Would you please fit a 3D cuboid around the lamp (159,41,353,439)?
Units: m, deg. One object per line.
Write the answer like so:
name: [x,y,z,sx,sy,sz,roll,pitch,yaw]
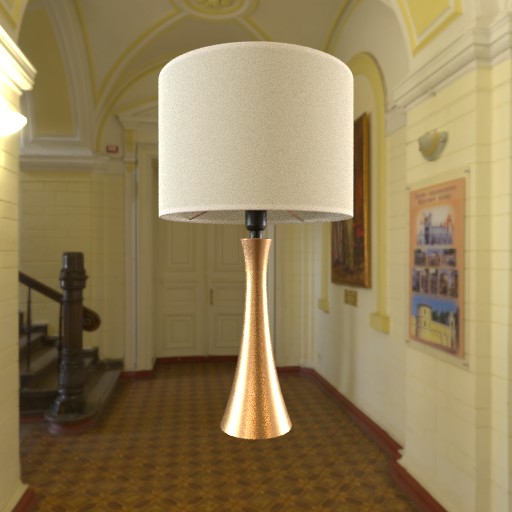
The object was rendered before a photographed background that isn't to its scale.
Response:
lamp: [0.000,0.000,0.627,0.268,0.479,0.268,0,1,36]
